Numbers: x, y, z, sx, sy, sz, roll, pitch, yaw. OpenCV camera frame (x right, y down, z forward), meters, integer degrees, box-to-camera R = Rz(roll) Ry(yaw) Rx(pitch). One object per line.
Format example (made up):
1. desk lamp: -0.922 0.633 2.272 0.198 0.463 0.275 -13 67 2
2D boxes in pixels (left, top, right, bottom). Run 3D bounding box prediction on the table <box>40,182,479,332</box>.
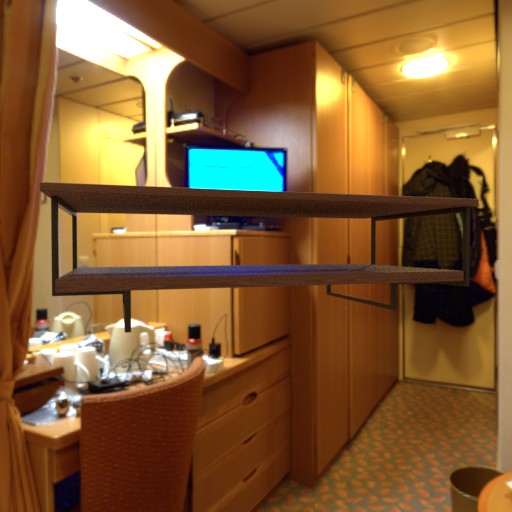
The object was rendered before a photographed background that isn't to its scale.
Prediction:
1. table: 0.000 0.000 1.464 1.197 0.347 0.651 0 1 -17
